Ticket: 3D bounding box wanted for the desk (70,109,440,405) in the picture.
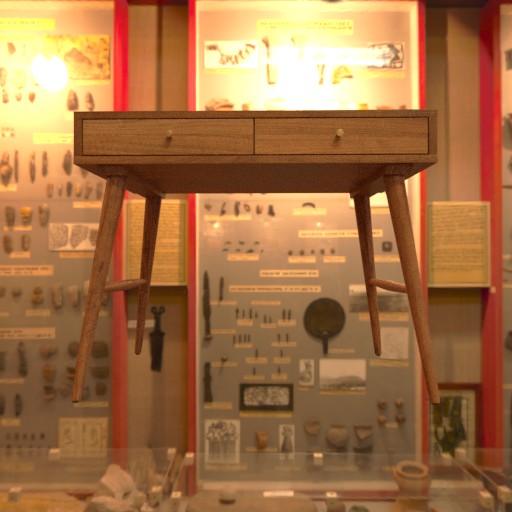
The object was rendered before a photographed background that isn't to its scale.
[{"bbox_3d":[0.000,0.000,1.419,0.949,0.758,0.588,0,0,1],"label":"desk"}]
